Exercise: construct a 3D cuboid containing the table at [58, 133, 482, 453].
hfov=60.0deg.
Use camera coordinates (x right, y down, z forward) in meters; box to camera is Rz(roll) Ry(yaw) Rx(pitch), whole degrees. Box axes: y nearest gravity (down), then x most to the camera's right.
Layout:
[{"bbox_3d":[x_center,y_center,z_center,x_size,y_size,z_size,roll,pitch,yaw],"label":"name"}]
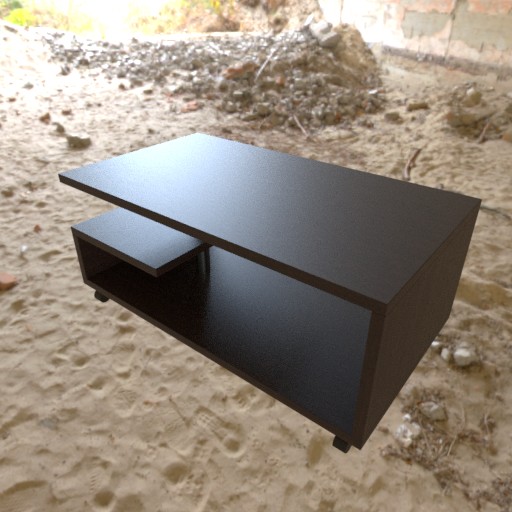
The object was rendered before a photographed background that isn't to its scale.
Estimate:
[{"bbox_3d":[0.000,0.000,1.363,1.050,0.460,0.590,22,37,32],"label":"table"}]
